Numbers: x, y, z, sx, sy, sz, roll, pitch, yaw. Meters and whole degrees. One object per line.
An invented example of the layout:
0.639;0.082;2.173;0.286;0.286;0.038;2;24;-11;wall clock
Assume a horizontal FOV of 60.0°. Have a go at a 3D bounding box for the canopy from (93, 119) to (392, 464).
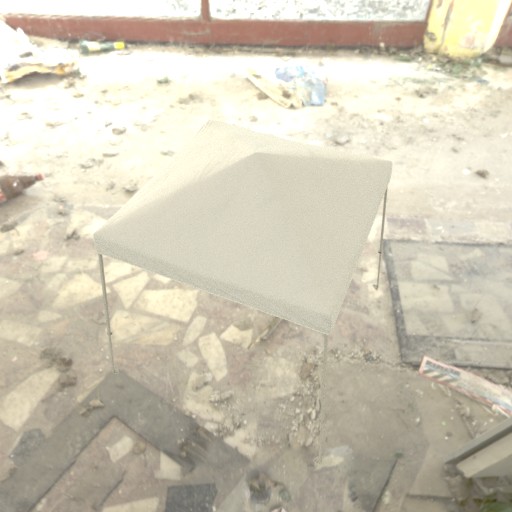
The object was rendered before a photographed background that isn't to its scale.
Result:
0.000;0.000;6.636;3.599;3.600;3.600;18;49;16;canopy
